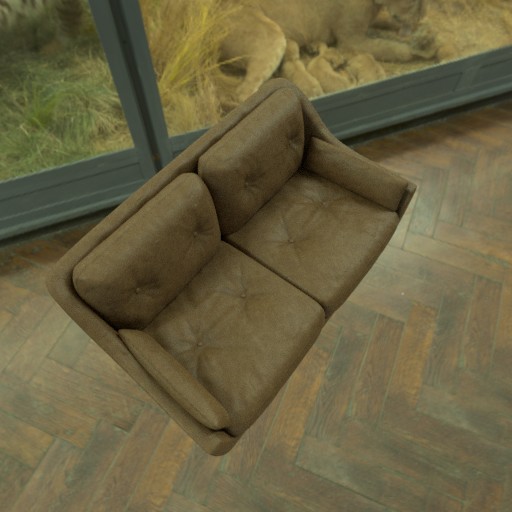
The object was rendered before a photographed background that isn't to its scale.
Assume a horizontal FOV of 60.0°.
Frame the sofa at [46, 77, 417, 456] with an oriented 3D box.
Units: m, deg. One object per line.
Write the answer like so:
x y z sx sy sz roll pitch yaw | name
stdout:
0.000 0.000 2.291 0.981 0.886 1.731 34 64 19 | sofa
